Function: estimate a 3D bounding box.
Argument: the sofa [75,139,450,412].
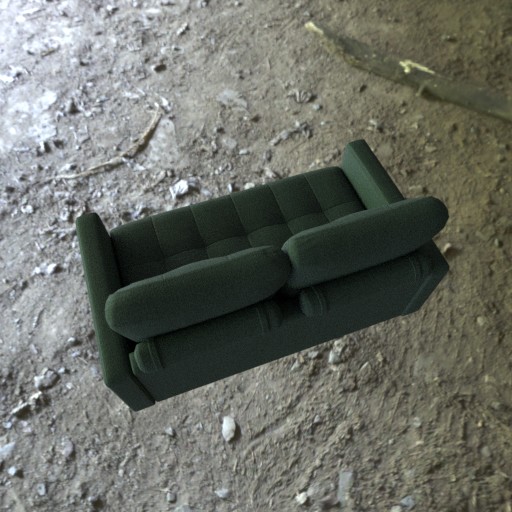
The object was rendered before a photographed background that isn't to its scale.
[{"bbox_3d":[0.000,0.000,1.954,1.407,0.907,0.842,-17,60,-10],"label":"sofa"}]
